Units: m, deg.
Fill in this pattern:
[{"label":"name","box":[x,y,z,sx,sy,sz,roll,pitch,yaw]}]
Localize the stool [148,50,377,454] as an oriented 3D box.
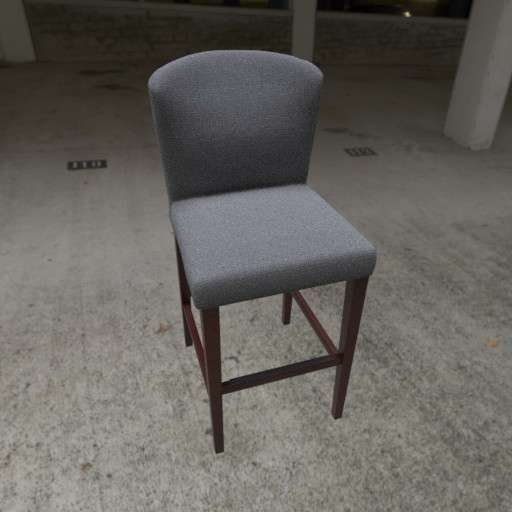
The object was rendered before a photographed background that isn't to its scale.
[{"label":"stool","box":[0.000,0.000,1.341,0.486,1.069,0.568,-10,35,-15]}]
